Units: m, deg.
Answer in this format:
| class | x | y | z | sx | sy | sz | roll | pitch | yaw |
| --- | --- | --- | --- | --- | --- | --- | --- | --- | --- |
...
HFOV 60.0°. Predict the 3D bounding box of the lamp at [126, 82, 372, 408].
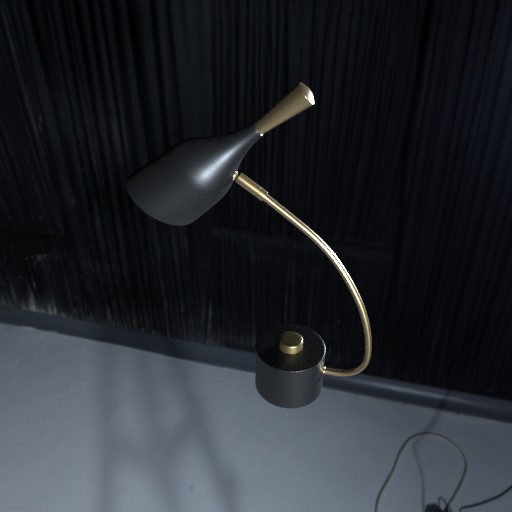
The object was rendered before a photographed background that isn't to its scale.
| class | x | y | z | sx | sy | sz | roll | pitch | yaw |
| --- | --- | --- | --- | --- | --- | --- | --- | --- | --- |
| lamp | 0.000 | 0.000 | 0.623 | 0.352 | 0.464 | 0.110 | 7 | 31 | 13 |
